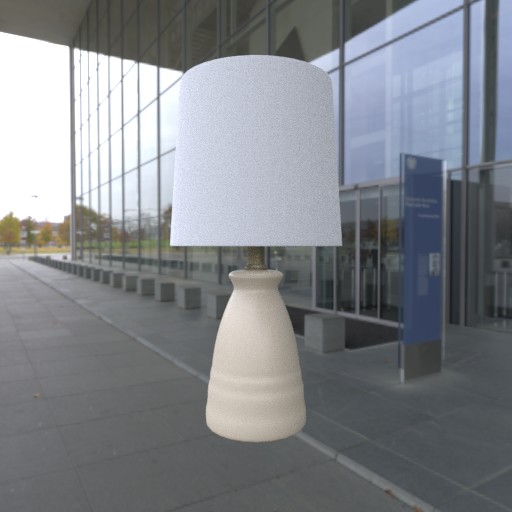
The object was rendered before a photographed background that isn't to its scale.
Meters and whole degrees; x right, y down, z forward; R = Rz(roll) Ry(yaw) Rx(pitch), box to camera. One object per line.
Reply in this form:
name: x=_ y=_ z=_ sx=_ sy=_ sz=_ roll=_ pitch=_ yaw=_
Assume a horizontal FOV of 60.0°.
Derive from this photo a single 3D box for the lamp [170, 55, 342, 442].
lamp: x=0.000 y=0.000 z=0.489 sx=0.186 sy=0.369 sz=0.186 roll=0 pitch=1 yaw=0
